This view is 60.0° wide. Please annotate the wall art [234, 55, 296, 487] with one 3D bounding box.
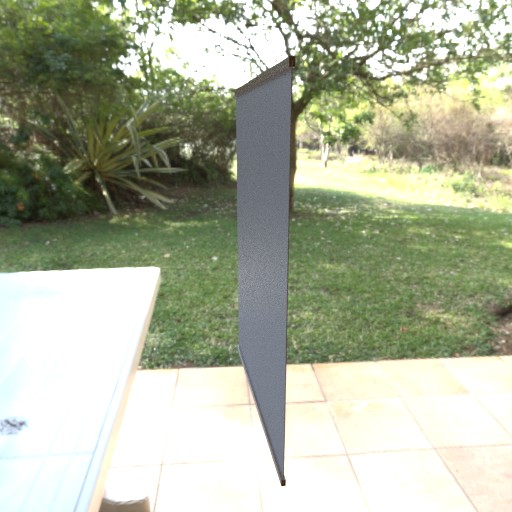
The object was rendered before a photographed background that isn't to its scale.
[{"bbox_3d":[0.000,0.000,1.356,0.013,1.016,0.758,-3,16,-10],"label":"wall art"}]
